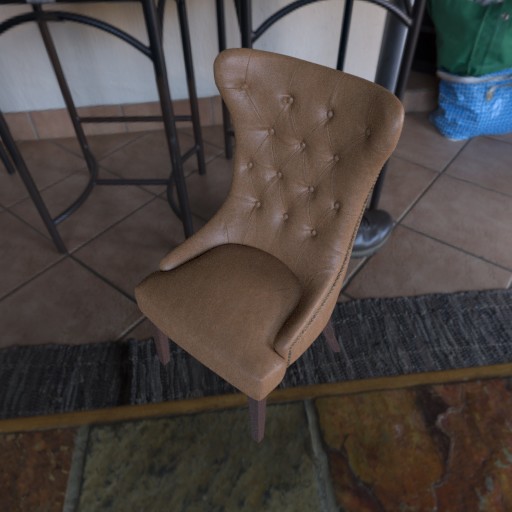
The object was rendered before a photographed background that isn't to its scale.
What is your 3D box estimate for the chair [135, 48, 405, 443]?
[{"bbox_3d":[0.000,0.000,1.439,0.611,1.065,0.669,30,52,27],"label":"chair"}]
